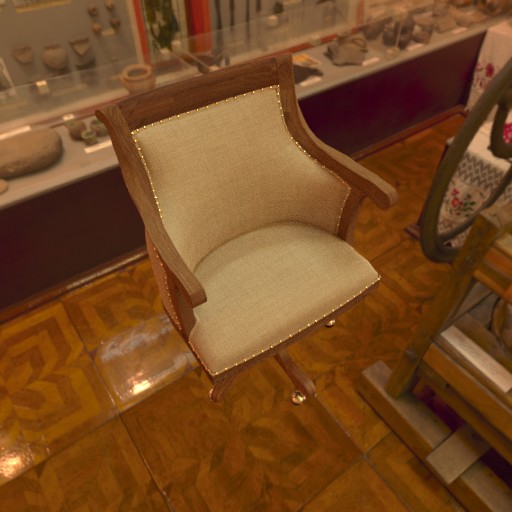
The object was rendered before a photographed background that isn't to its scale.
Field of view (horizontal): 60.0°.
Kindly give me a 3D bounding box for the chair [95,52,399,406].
[{"bbox_3d":[0.000,0.000,1.418,0.656,0.965,0.689,-26,53,-22],"label":"chair"}]
